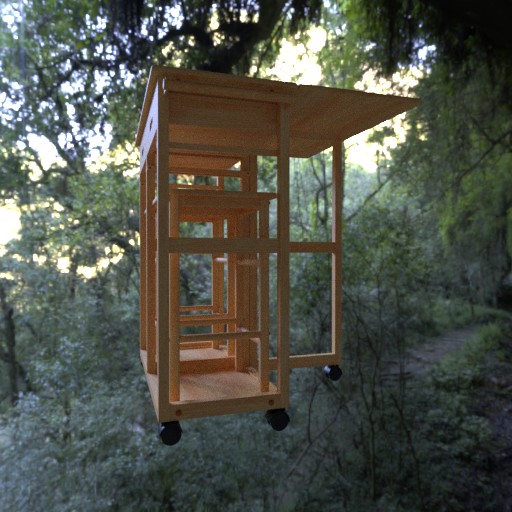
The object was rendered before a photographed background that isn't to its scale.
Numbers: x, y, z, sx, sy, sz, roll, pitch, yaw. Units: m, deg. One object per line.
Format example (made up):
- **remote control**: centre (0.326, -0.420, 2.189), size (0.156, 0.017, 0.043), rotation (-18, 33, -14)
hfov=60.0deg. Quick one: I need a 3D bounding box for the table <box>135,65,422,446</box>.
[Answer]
- **table**: centre (0.000, 0.000, 1.384), size (0.693, 0.832, 0.752), rotation (0, 1, -18)
